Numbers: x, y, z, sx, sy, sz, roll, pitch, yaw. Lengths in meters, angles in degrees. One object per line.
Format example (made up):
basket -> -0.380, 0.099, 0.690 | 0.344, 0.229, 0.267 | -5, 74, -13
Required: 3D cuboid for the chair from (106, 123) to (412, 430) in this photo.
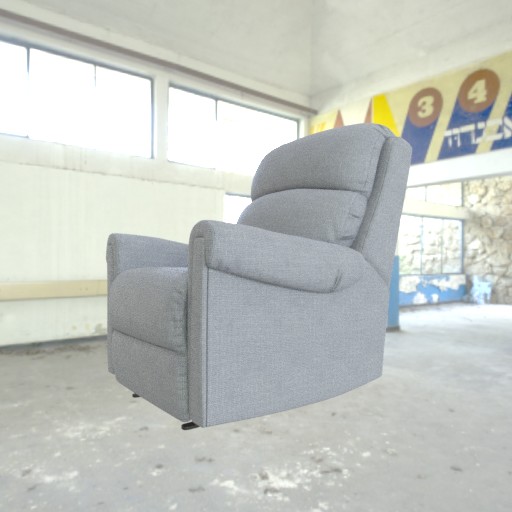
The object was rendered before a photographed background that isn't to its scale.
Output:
chair -> 0.000, 0.000, 1.742 | 1.014, 1.054, 0.838 | 0, -1, -37
